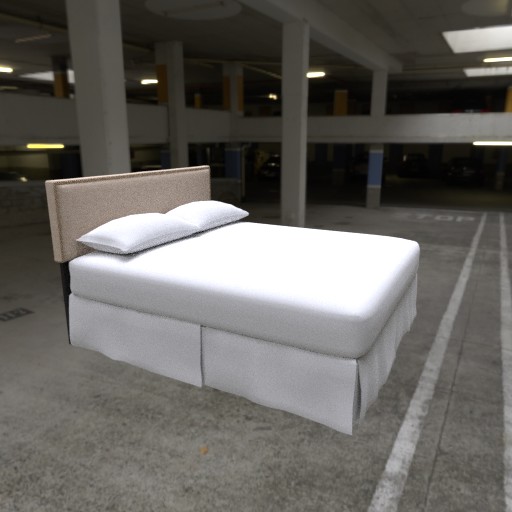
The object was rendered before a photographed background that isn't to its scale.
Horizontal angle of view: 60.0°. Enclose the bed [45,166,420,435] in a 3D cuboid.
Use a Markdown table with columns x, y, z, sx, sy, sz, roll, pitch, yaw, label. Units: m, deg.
| x | y | z | sx | sy | sz | roll | pitch | yaw | label |
| --- | --- | --- | --- | --- | --- | --- | --- | --- | --- |
| 0.000 | 0.000 | 2.879 | 1.876 | 1.016 | 1.616 | 8 | 17 | 27 | bed |
